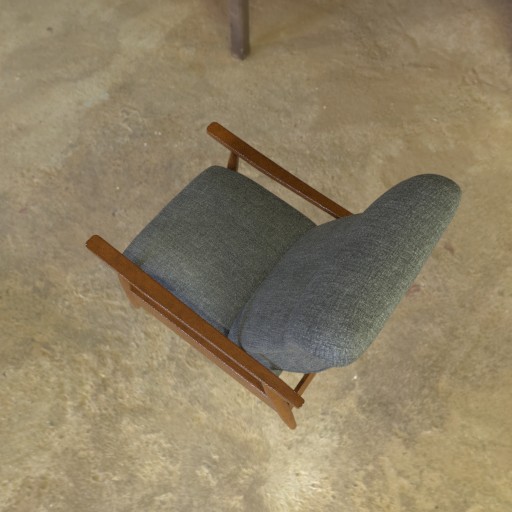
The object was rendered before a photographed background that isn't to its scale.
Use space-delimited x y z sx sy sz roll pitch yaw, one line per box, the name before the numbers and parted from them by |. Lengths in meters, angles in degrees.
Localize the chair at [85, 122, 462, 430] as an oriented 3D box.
chair | 0.000 0.000 1.715 1.030 1.082 0.762 34 68 16
